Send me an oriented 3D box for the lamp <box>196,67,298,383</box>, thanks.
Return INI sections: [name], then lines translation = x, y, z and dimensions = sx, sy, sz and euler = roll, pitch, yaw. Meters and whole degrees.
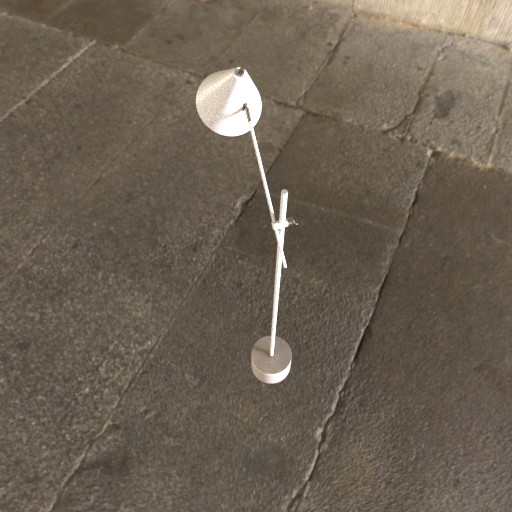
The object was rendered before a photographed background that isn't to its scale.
[lamp]
translation = 0.000, 0.000, 1.602
dimensions = 0.223, 1.430, 0.508
euler = -16, 58, -10
